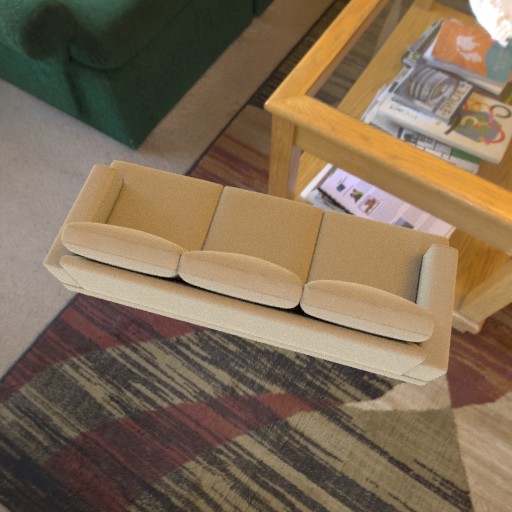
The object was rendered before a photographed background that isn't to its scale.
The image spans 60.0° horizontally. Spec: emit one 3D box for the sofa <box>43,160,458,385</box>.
[{"bbox_3d":[0.000,0.000,2.738,2.310,0.810,0.920,14,66,6],"label":"sofa"}]
